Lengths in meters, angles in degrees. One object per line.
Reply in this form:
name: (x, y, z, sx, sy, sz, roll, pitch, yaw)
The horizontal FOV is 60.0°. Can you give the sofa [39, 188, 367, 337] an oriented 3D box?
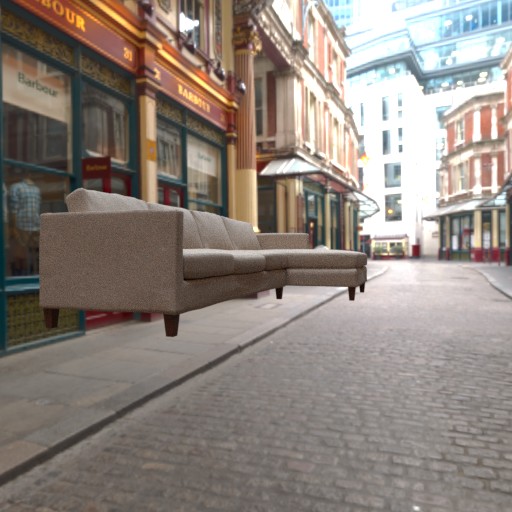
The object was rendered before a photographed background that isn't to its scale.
sofa: (0.000, 0.000, 3.855, 1.625, 0.846, 3.186, 0, 0, 19)
